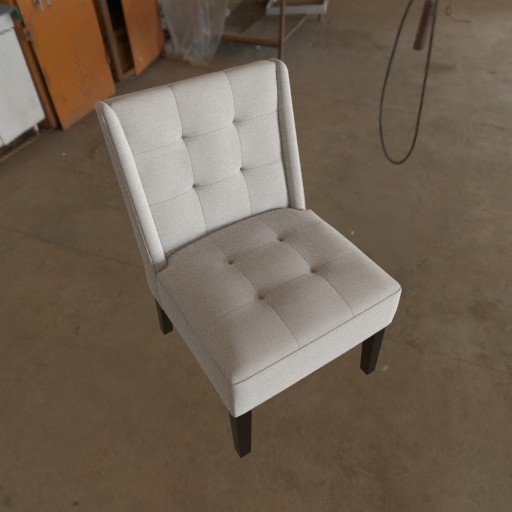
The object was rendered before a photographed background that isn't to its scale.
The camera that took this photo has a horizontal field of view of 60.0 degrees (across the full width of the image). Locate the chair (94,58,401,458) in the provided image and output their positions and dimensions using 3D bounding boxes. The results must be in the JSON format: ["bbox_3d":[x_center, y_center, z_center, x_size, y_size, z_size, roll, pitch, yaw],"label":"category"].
[{"bbox_3d":[0.000,0.000,1.307,0.569,0.853,0.676,-24,49,-23],"label":"chair"}]
